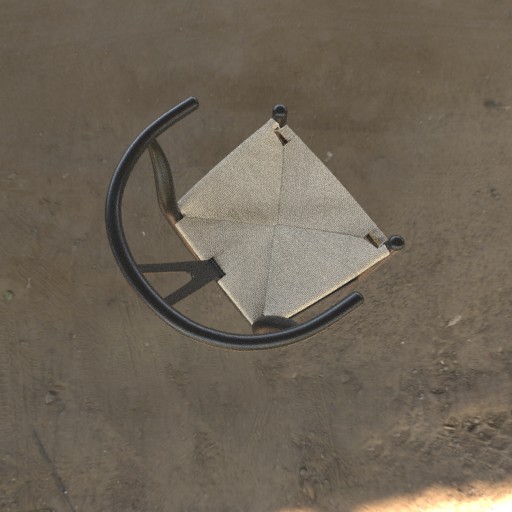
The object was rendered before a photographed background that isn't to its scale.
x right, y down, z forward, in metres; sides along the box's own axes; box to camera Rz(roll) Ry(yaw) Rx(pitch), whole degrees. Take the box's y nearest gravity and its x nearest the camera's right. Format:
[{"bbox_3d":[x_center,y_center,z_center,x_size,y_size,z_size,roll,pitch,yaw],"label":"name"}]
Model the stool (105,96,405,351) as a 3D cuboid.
[{"bbox_3d":[0.000,0.000,1.317,0.579,0.970,0.569,-37,79,-8],"label":"stool"}]
